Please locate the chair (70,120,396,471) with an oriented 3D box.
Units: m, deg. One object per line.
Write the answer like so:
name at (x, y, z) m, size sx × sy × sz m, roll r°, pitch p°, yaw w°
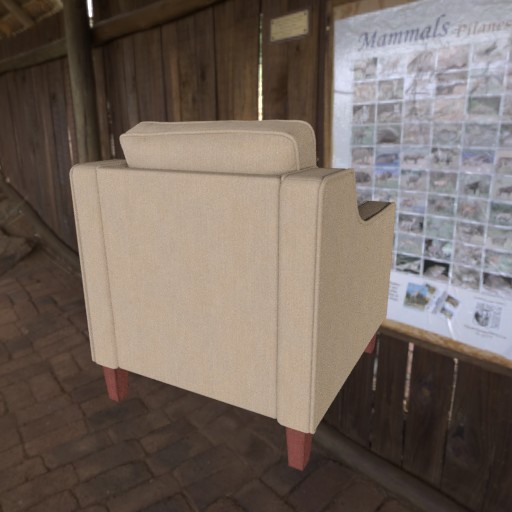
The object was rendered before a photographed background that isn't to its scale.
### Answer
chair at (0.000, 0.000, 1.654) m, size 0.831 × 0.960 × 0.909 m, roll 8°, pitch 18°, yaw 27°
